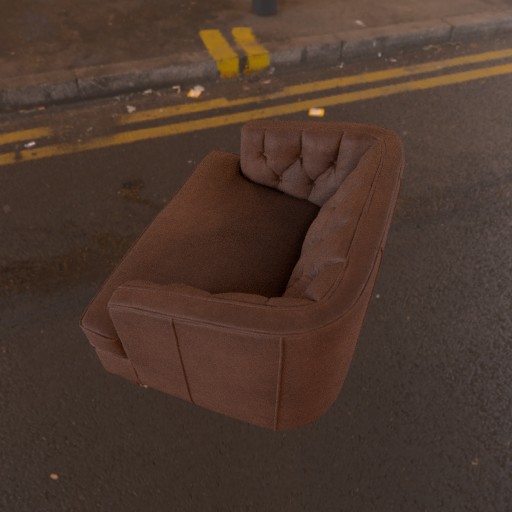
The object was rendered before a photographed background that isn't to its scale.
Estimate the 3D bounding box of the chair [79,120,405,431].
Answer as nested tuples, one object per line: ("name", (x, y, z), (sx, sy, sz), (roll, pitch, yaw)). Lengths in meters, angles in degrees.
("chair", (0.000, 0.000, 1.736), (0.914, 0.787, 1.118), (16, 49, 14))
